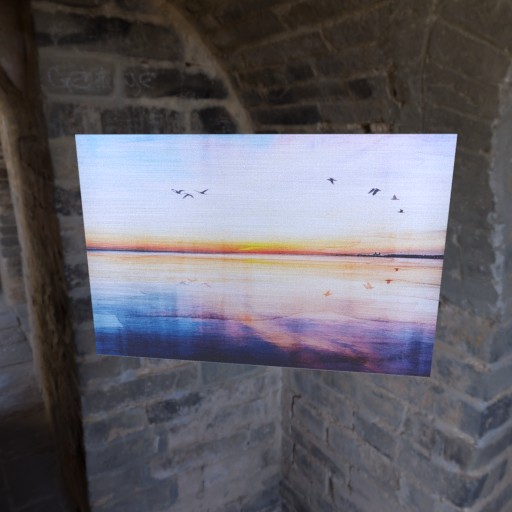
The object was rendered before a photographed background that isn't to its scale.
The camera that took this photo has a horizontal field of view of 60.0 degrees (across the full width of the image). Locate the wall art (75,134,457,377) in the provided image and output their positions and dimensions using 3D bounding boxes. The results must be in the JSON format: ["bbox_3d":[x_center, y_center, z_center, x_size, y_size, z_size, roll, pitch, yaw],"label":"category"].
[{"bbox_3d":[0.000,0.000,1.143,0.911,0.605,0.037,2,15,8],"label":"wall art"}]
